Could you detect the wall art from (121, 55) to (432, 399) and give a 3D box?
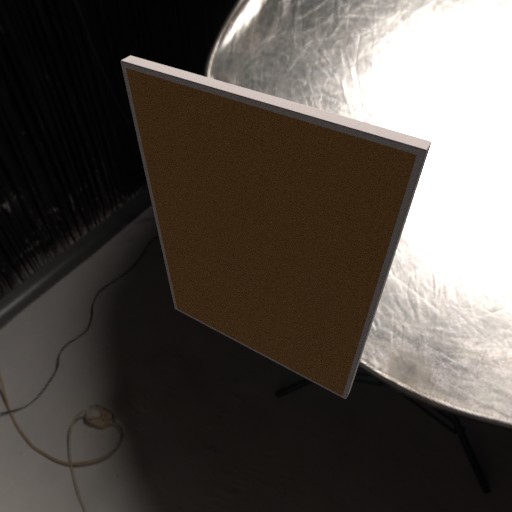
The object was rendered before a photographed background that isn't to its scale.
[{"bbox_3d":[0.000,0.000,1.603,0.914,1.221,0.046,24,51,21],"label":"wall art"}]
